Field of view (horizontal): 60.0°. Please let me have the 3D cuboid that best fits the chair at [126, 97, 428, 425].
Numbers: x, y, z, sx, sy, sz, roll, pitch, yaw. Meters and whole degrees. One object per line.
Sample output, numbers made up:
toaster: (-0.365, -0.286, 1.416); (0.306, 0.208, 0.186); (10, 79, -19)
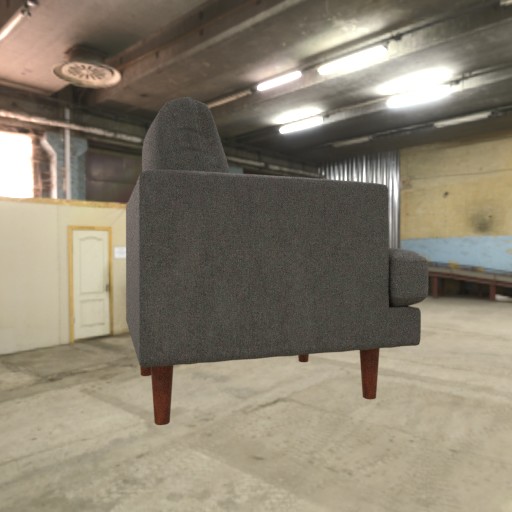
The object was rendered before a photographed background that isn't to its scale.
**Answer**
chair: (0.000, 0.000, 1.652); (0.899, 0.957, 0.858); (0, 0, -19)
